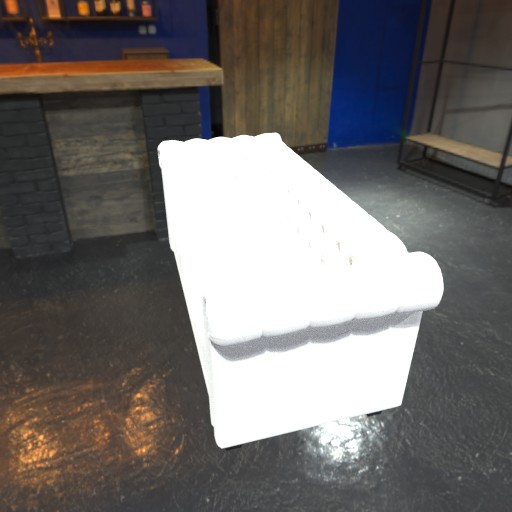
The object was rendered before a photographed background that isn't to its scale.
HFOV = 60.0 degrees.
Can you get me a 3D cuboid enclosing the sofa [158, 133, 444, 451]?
[{"bbox_3d":[0.000,0.000,2.234,0.771,0.796,1.798,-8,31,-13],"label":"sofa"}]
